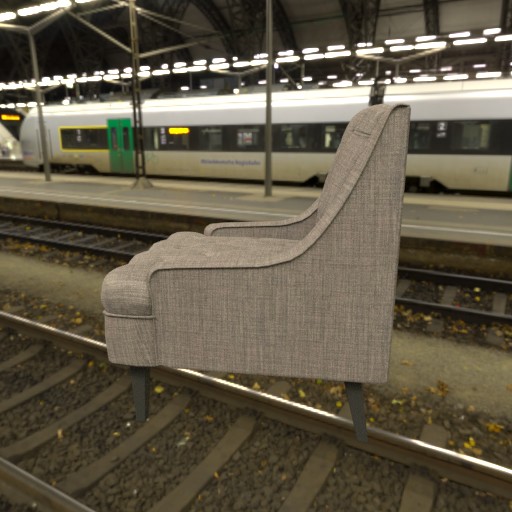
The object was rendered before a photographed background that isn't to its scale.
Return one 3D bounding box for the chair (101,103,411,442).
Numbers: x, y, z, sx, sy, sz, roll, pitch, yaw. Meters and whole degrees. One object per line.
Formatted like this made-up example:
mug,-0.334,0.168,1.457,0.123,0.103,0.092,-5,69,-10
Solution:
chair,0.000,0.000,1.413,0.771,0.891,0.655,2,15,8
